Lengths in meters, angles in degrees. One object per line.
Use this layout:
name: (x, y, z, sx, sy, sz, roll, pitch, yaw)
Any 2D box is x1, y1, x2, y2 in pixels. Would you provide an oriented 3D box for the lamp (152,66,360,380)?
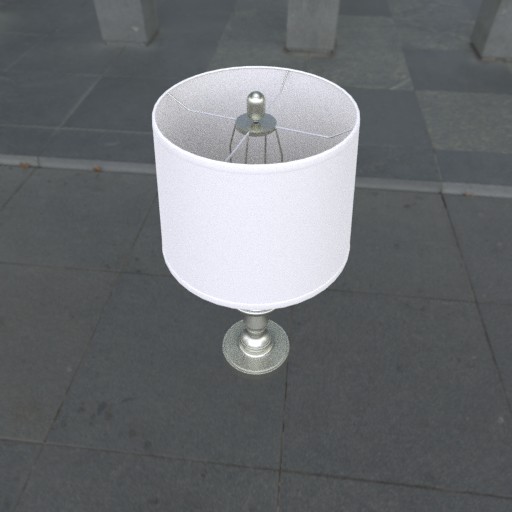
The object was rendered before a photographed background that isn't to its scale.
lamp: (0.000, 0.000, 0.957, 0.383, 0.733, 0.383, 0, 45, 0)
